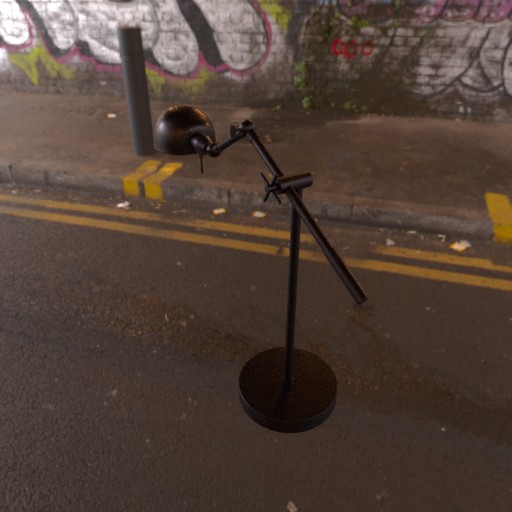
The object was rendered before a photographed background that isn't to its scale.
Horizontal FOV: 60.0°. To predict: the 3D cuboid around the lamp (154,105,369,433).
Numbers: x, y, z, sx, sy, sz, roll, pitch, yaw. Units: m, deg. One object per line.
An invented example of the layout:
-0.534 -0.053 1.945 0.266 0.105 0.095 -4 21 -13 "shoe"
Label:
0.000 0.000 0.799 0.185 0.495 0.567 -18 35 -28 "lamp"
